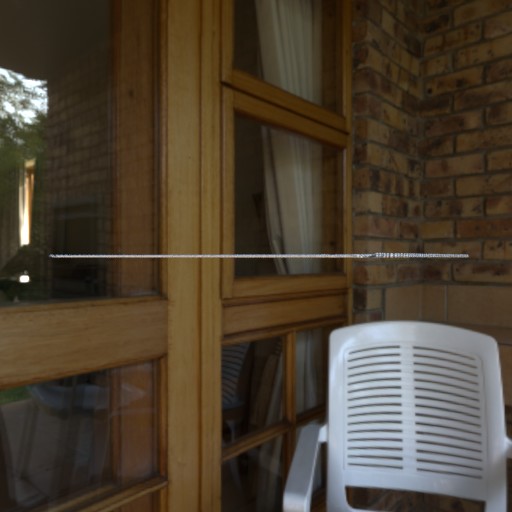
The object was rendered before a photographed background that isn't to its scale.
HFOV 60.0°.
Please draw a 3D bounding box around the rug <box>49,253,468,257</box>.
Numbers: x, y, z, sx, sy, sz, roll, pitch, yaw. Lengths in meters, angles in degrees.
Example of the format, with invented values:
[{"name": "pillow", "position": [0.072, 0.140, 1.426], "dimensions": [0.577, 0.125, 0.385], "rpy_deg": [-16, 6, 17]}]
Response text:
[{"name": "rug", "position": [0.000, 0.000, 2.973], "dimensions": [2.312, 0.017, 1.613], "rpy_deg": [0, 0, 37]}]
